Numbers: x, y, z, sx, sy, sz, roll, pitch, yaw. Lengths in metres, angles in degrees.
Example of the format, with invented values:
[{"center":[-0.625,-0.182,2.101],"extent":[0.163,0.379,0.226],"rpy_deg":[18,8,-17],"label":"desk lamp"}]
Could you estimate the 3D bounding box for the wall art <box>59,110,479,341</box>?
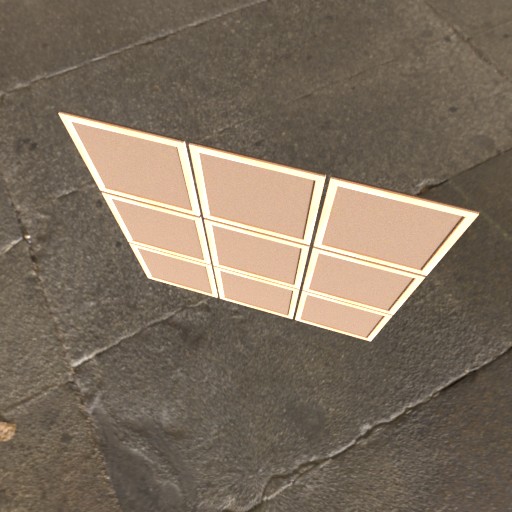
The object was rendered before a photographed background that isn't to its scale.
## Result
[{"center":[0.000,0.000,1.779],"extent":[1.216,1.218,0.013],"rpy_deg":[15,65,7],"label":"wall art"}]
